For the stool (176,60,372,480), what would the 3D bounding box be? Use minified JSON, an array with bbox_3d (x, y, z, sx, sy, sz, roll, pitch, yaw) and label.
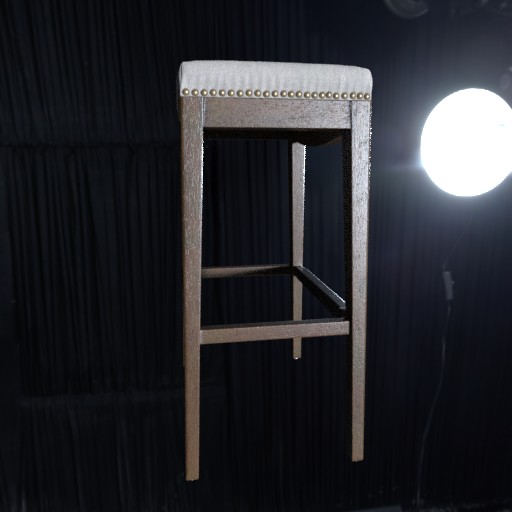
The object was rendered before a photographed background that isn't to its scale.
[{"bbox_3d":[0.000,0.000,1.034,0.356,0.762,0.508,-2,13,-9],"label":"stool"}]
